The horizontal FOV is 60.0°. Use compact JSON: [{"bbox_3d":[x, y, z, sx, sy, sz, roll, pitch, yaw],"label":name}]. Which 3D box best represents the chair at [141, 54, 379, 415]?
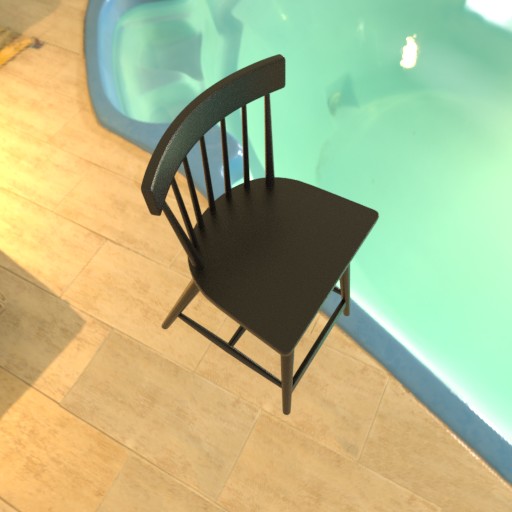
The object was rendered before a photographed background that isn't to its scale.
[{"bbox_3d":[0.000,0.000,1.279,0.572,0.952,0.483,30,63,17],"label":"chair"}]
